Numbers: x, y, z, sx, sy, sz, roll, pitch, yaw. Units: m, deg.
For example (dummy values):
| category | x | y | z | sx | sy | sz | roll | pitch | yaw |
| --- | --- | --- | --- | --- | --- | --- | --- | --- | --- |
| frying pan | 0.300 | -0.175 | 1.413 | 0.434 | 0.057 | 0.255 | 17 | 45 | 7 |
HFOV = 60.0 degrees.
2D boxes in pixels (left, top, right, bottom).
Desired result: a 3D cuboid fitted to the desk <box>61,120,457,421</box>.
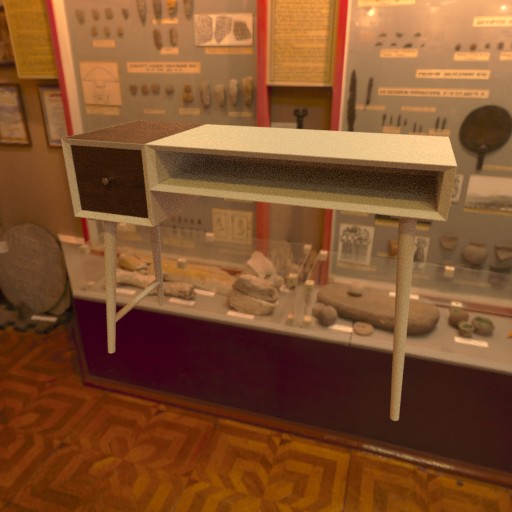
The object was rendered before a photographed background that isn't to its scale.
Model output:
| category | x | y | z | sx | sy | sz | roll | pitch | yaw |
| --- | --- | --- | --- | --- | --- | --- | --- | --- | --- |
| desk | 0.000 | 0.000 | 1.456 | 1.069 | 0.761 | 0.409 | 8 | 26 | 17 |
